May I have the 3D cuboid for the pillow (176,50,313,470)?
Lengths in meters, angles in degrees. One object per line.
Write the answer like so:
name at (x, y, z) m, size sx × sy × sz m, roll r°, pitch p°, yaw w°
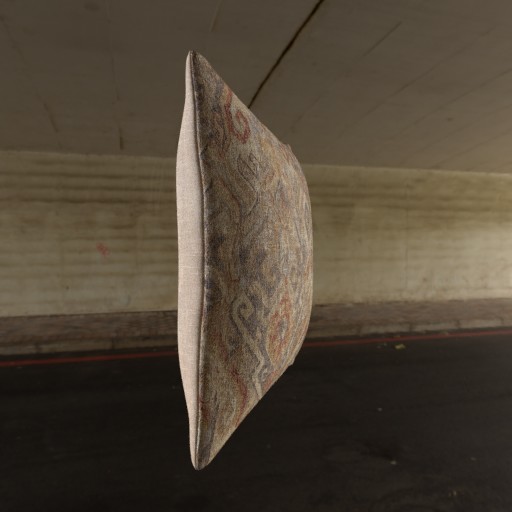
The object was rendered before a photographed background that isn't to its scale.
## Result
pillow at (0.000, 0.000, 0.774) m, size 0.166 × 0.506 × 0.523 m, roll 0°, pitch 1°, yaw 17°
